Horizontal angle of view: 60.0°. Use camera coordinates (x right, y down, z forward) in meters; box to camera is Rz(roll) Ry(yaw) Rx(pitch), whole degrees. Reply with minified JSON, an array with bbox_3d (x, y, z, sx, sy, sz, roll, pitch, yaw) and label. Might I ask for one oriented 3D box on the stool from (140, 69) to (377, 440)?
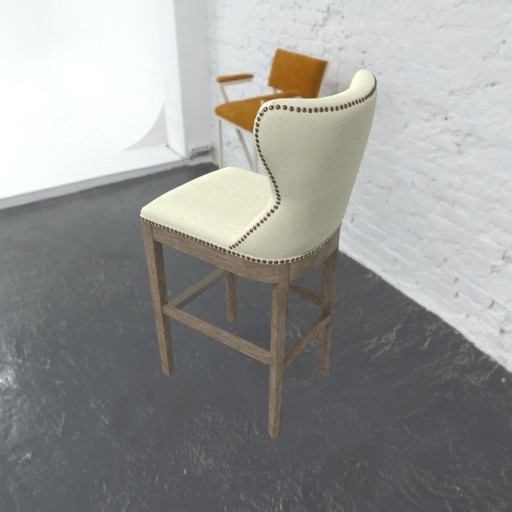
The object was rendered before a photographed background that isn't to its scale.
[{"bbox_3d":[0.000,0.000,1.446,0.606,1.123,0.494,22,39,30],"label":"stool"}]
